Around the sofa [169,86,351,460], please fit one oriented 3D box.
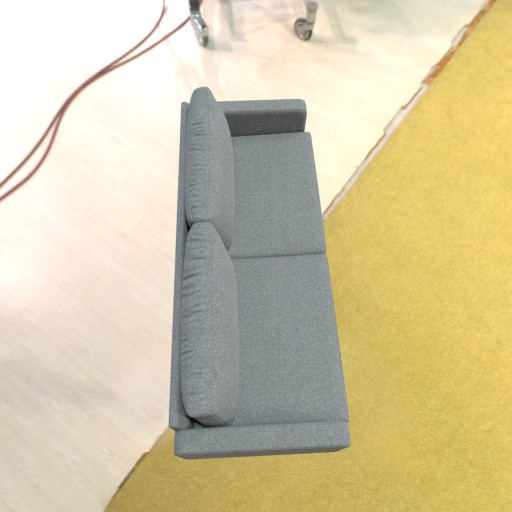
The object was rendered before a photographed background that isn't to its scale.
[{"bbox_3d":[0.000,0.000,2.698,0.880,0.880,2.200,-2,63,-1],"label":"sofa"}]
